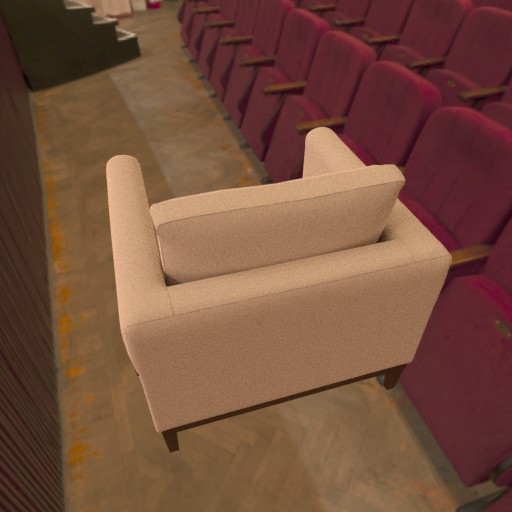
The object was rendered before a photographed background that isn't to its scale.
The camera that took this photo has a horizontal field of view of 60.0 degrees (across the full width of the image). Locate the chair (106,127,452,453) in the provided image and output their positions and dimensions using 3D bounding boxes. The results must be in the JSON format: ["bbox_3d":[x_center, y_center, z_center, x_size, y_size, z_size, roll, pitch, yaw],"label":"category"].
[{"bbox_3d":[0.000,0.000,1.668,0.982,0.915,0.896,-11,43,-13],"label":"chair"}]
